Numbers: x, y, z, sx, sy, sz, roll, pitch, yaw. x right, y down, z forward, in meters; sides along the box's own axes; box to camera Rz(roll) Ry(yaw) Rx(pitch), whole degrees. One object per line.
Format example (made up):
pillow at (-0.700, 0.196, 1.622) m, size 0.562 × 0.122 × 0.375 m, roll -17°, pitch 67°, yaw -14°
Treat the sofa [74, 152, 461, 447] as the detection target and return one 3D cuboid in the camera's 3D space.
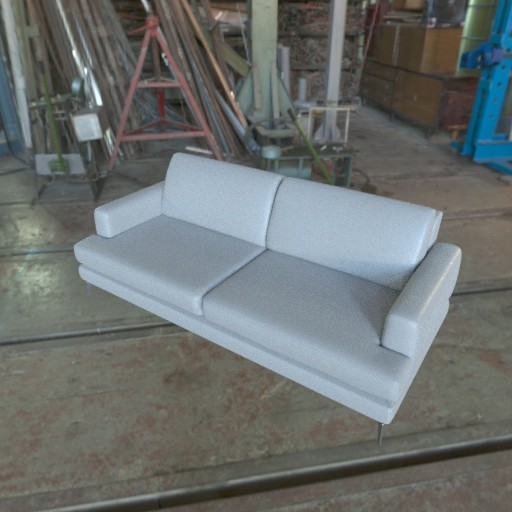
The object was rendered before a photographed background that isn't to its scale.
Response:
sofa at (0.000, 0.000, 2.430) m, size 1.940 × 0.765 × 0.974 m, roll 19°, pitch 34°, yaw 29°
